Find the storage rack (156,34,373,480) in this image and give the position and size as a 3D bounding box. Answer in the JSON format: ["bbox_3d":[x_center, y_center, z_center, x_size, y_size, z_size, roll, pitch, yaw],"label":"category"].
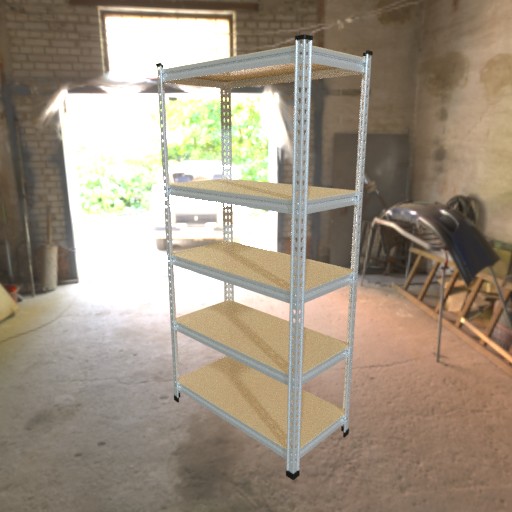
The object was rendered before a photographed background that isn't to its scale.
[{"bbox_3d":[0.000,0.000,2.216,0.914,1.829,0.457,14,21,42],"label":"storage rack"}]
